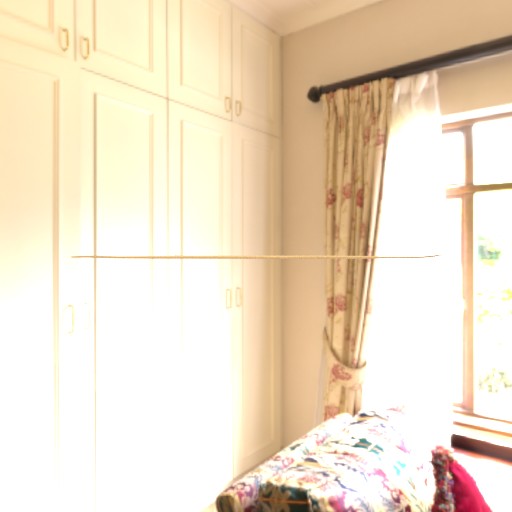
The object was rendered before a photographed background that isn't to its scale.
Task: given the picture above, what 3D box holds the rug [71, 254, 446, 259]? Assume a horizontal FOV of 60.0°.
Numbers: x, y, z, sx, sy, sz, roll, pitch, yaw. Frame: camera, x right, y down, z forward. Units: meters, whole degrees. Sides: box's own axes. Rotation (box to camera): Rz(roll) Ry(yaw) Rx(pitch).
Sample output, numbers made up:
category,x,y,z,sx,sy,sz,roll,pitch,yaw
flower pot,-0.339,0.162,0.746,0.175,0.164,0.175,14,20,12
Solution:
category,x,y,z,sx,sy,sz,roll,pitch,yaw
rug,0.000,0.000,2.988,1.518,0.023,2.434,0,0,-1
